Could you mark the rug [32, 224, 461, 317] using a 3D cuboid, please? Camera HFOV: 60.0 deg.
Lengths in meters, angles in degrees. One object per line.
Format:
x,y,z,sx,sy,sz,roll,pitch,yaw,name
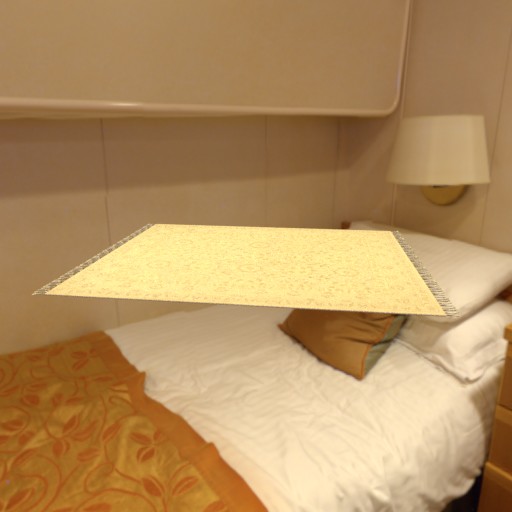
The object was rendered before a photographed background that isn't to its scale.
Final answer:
0.000,0.000,4.224,3.043,0.013,2.444,2,17,7,rug
